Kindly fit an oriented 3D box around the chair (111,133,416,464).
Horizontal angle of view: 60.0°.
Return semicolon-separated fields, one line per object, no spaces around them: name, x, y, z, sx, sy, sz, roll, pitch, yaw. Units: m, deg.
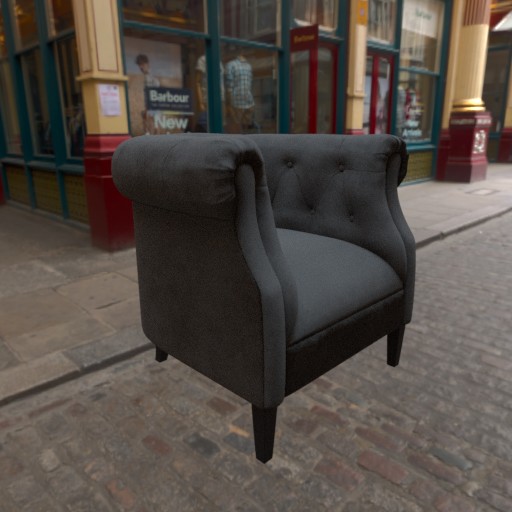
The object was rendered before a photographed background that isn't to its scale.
chair;0.000;0.000;1.548;0.851;0.826;0.904;15;22;43
